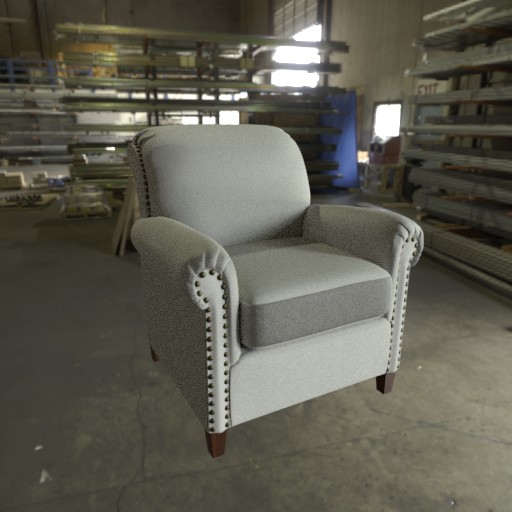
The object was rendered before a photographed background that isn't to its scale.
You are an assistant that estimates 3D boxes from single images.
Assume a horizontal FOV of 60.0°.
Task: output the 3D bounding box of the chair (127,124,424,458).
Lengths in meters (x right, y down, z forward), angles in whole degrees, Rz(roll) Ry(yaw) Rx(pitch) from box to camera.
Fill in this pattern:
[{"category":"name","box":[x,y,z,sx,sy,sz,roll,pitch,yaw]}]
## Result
[{"category":"chair","box":[0.000,0.000,1.627,0.854,0.927,0.890,-9,19,-27]}]
